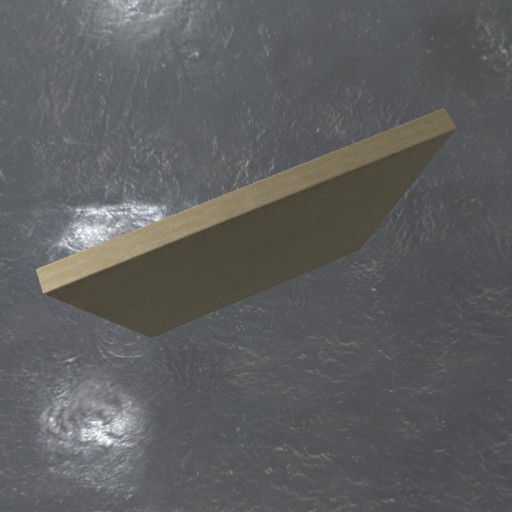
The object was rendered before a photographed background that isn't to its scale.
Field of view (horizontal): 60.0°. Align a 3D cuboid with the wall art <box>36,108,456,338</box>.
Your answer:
[{"bbox_3d":[0.000,0.000,0.742,0.503,0.506,0.030,-22,76,-6],"label":"wall art"}]
